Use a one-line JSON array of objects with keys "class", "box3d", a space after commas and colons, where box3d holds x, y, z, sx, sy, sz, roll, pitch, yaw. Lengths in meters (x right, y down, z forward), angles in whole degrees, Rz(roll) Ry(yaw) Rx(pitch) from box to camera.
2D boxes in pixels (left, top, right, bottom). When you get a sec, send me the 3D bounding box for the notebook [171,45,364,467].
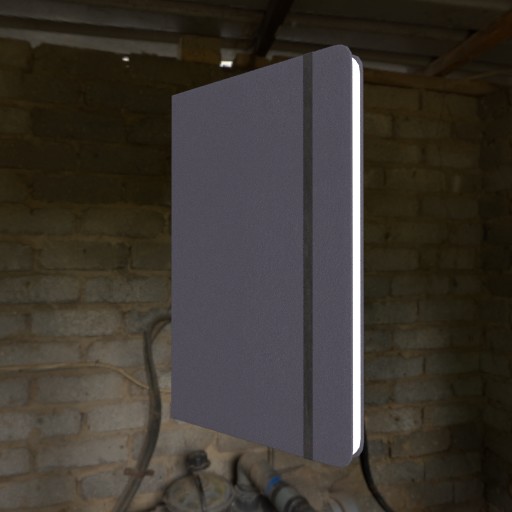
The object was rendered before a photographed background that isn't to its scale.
[{"class": "notebook", "box3d": [0.000, 0.000, 0.261, 0.127, 0.213, 0.016, 0, -1, 36]}]
